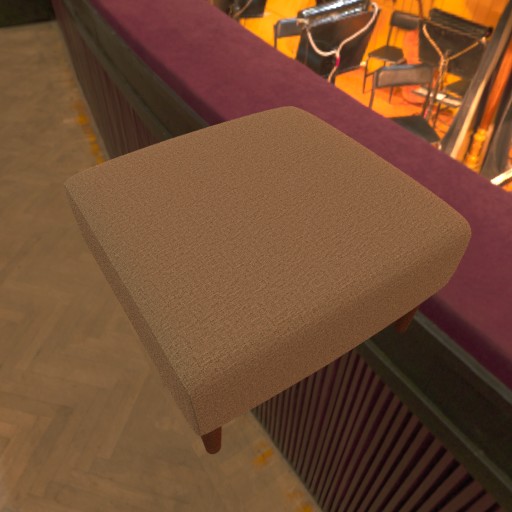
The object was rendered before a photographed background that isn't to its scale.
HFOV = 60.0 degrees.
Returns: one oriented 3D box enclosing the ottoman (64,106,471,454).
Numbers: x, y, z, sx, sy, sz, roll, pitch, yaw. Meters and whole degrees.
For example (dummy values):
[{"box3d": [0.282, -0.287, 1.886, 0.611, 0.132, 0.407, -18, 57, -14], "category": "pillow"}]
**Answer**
[{"box3d": [0.000, 0.000, 1.047, 0.650, 0.398, 0.649, -25, 51, -23], "category": "ottoman"}]
